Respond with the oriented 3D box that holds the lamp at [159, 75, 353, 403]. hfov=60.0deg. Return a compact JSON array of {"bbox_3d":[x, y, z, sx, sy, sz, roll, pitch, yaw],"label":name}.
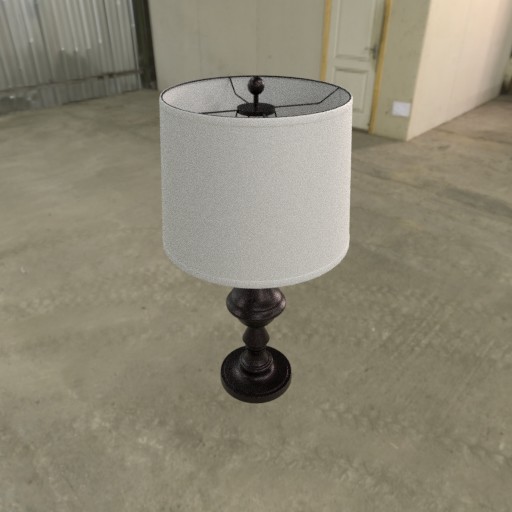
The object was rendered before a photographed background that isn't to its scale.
[{"bbox_3d":[0.000,0.000,0.953,0.383,0.726,0.383,0,32,0],"label":"lamp"}]
